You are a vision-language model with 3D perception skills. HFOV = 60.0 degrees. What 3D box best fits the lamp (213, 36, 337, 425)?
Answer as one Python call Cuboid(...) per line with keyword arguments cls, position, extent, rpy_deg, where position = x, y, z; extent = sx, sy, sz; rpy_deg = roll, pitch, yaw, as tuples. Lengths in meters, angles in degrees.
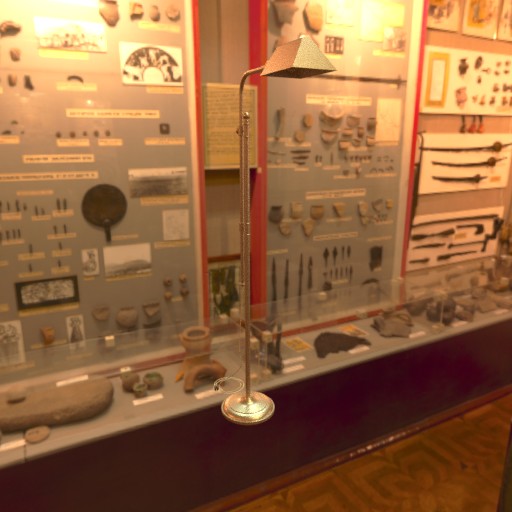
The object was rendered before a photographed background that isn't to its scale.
Cuboid(cls="lamp", position=(0.000, 0.000, 1.875), extent=(0.256, 1.571, 0.813), rpy_deg=(-7, 16, -26))
